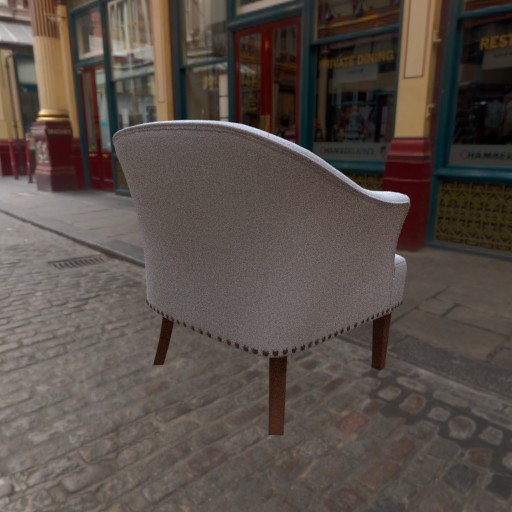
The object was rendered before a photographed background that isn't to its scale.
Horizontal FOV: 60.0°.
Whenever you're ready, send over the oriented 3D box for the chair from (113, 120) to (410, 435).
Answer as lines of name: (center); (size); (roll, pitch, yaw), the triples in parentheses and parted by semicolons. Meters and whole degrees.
chair: (0.000, 0.000, 1.440); (0.798, 0.815, 0.704); (14, 19, 43)
